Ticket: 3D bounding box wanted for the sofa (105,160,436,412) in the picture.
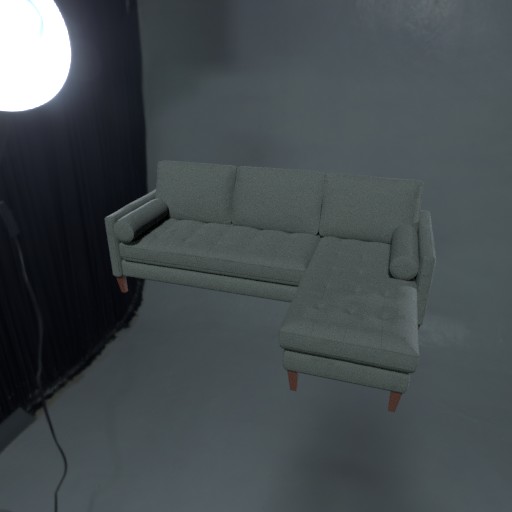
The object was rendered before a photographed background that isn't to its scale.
[{"bbox_3d":[0.000,0.000,2.911,2.178,0.876,1.506,8,27,16],"label":"sofa"}]
